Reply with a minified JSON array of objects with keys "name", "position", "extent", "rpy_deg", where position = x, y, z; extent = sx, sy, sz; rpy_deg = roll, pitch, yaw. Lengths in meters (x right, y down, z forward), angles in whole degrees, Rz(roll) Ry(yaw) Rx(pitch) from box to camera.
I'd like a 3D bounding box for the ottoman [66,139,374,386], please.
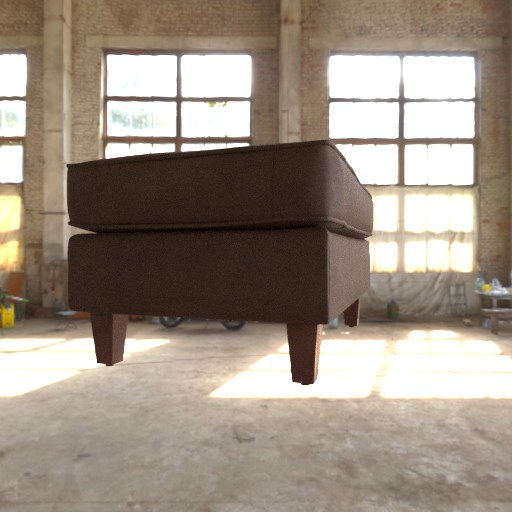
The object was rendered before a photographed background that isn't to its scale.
[{"name":"ottoman","position":[0.000,0.000,1.236],"extent":[0.596,0.481,0.860],"rpy_deg":[0,0,19]}]
